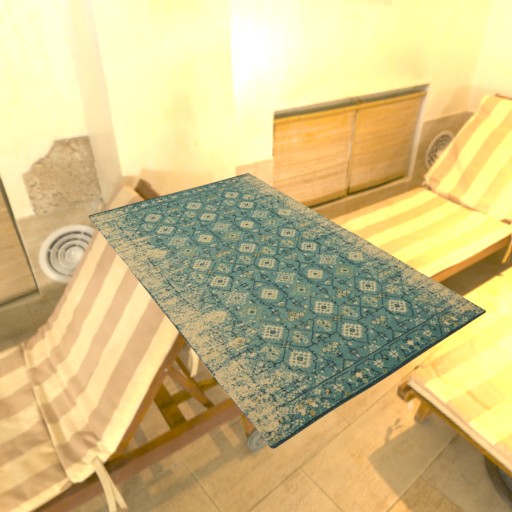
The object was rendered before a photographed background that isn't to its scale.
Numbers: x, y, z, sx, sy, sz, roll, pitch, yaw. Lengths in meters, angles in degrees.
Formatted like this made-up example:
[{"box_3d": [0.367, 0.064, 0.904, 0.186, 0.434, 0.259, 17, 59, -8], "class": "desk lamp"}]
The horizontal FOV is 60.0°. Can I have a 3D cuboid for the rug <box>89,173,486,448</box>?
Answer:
[{"box_3d": [0.000, 0.000, 3.003, 1.530, 0.015, 2.449, -21, 38, -28], "class": "rug"}]
